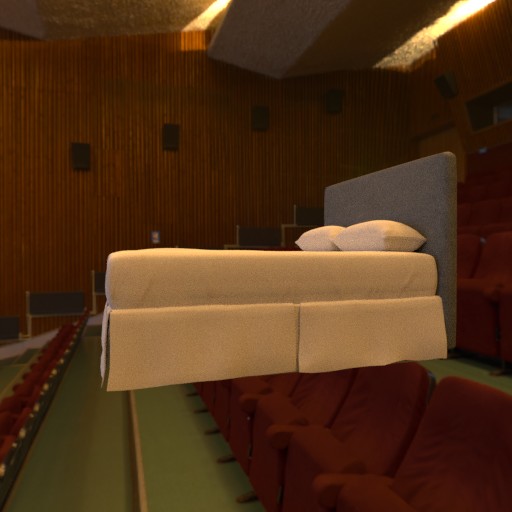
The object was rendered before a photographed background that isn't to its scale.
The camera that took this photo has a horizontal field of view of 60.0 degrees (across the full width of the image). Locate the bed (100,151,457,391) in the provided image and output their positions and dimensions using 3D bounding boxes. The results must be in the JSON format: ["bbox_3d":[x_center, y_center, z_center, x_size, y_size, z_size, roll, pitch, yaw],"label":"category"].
[{"bbox_3d":[0.000,0.000,3.234,2.142,1.330,1.713,0,1,-18],"label":"bed"}]
